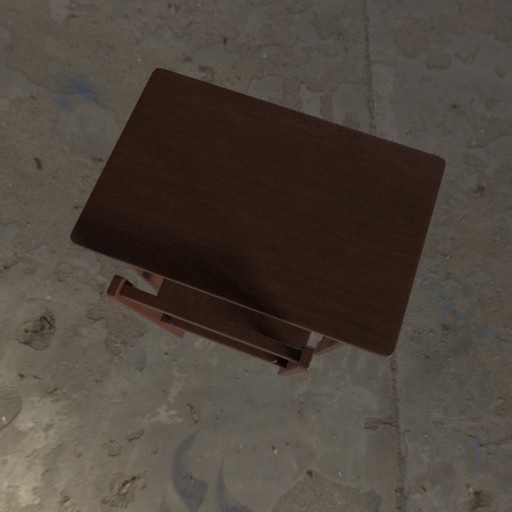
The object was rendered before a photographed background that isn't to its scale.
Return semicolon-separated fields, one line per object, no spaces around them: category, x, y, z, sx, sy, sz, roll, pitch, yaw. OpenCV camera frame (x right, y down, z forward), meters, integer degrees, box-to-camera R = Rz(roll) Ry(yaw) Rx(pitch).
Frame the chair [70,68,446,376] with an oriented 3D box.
chair;0.000;0.000;1.061;0.599;0.673;0.463;19;75;5
